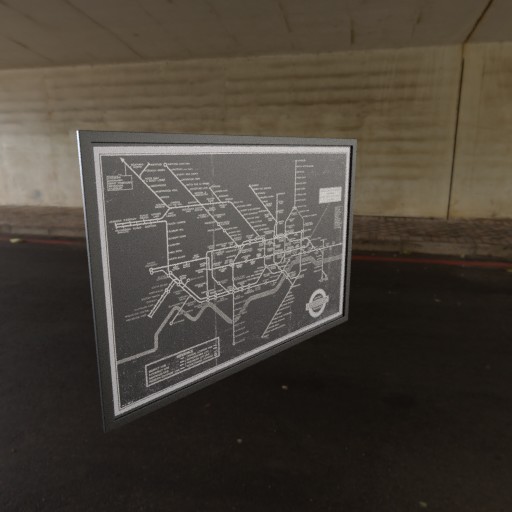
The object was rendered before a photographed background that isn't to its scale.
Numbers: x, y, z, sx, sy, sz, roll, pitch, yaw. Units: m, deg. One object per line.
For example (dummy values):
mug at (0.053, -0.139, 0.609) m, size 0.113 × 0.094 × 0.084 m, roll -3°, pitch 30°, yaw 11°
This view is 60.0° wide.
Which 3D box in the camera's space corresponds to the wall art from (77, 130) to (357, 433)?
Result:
wall art at (0.000, 0.000, 1.548) m, size 0.013 × 0.811 × 1.192 m, roll 13°, pitch 19°, yaw 43°
